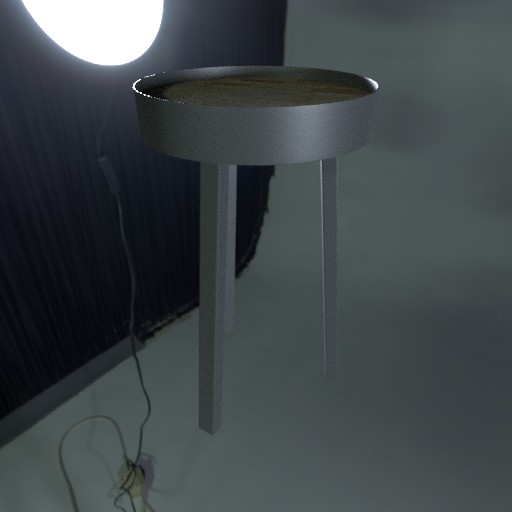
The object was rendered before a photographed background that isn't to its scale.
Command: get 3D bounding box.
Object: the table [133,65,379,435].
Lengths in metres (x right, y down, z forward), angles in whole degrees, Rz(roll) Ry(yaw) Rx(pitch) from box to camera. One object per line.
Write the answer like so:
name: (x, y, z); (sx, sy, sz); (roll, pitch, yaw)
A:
table: (0.000, 0.000, 0.925); (0.406, 0.686, 0.406); (18, 35, 28)
